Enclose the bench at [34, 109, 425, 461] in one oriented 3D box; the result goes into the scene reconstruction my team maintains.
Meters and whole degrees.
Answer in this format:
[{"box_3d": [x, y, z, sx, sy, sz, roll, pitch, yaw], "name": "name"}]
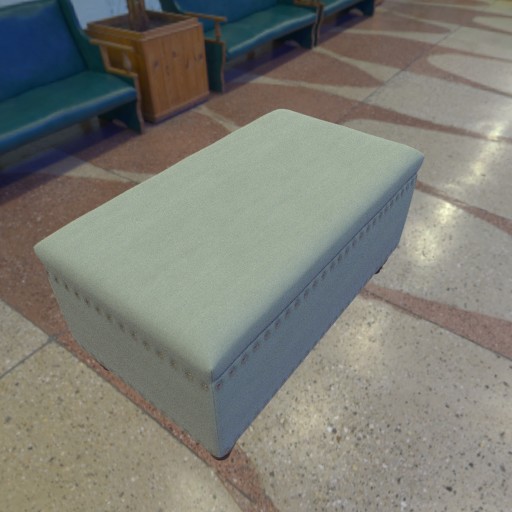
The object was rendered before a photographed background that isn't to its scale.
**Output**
[{"box_3d": [0.000, 0.000, 1.197, 0.500, 0.449, 0.887, 27, 48, 27], "name": "bench"}]
